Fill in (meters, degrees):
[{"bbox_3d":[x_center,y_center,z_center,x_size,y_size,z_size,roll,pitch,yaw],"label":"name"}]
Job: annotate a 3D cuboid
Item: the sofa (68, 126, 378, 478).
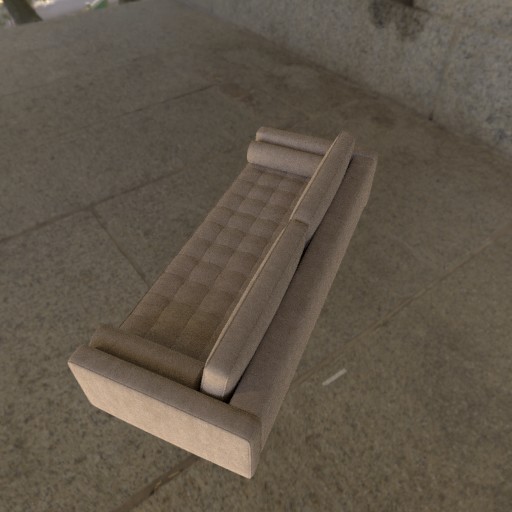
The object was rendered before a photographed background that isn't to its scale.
[{"bbox_3d":[0.000,0.000,2.642,0.919,0.770,2.200,18,49,16],"label":"sofa"}]
